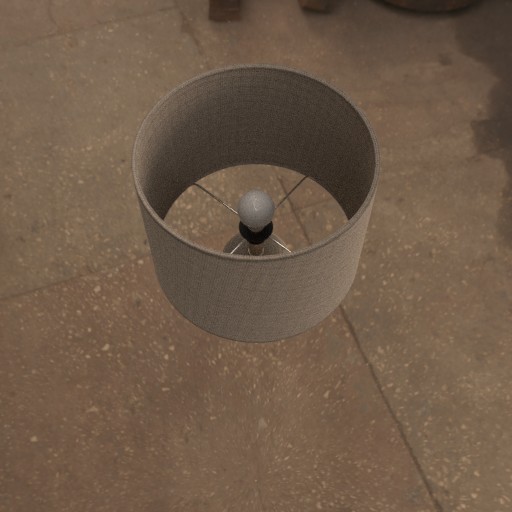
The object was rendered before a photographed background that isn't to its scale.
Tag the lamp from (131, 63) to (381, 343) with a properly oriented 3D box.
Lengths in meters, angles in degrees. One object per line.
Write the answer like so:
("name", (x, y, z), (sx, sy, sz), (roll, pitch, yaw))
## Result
("lamp", (0.000, 0.000, 0.842), (0.367, 0.609, 0.367), (0, 63, 0))
